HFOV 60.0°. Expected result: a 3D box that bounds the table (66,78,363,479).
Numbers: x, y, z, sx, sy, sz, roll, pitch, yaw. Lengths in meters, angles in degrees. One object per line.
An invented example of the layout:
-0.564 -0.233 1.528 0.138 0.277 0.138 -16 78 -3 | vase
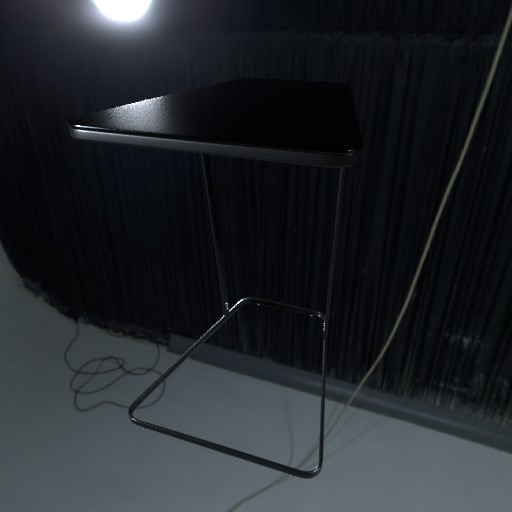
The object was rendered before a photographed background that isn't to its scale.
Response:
0.000 0.000 0.928 0.427 0.624 0.500 10 31 17 | table
